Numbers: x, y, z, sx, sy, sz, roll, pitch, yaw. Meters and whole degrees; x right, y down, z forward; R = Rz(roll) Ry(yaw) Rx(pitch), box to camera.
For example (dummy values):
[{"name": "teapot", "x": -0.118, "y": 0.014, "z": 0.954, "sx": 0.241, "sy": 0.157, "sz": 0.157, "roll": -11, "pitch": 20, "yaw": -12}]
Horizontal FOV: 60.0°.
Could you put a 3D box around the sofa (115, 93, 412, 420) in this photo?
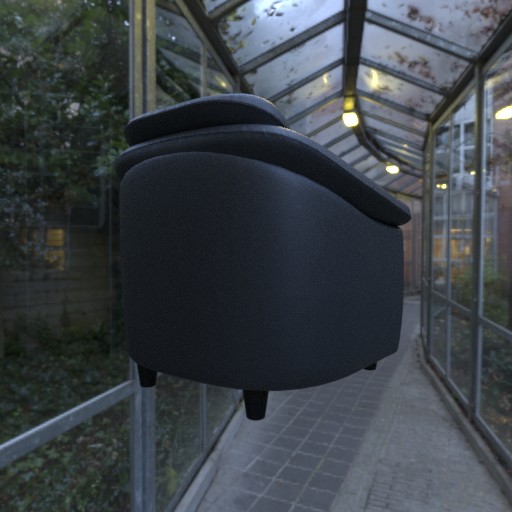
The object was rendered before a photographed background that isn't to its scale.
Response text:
[{"name": "sofa", "x": 0.000, "y": 0.000, "z": 1.475, "sx": 0.870, "sy": 0.811, "sz": 0.794, "roll": 1, "pitch": 1, "yaw": 38}]
